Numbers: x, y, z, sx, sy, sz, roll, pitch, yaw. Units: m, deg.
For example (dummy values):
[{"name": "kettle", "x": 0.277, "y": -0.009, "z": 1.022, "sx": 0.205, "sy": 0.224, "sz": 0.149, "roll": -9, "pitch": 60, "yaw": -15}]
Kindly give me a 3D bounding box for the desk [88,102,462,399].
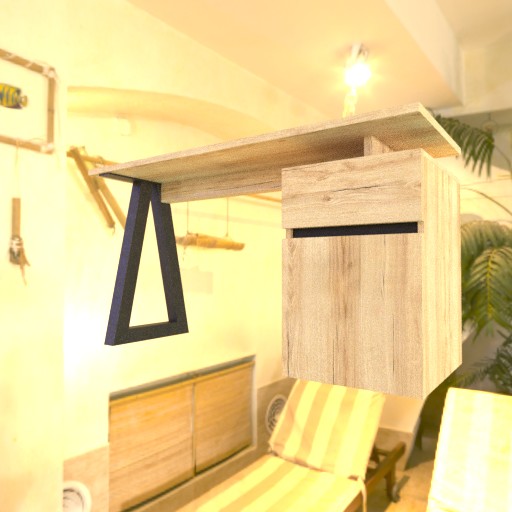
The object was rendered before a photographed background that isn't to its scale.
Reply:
[{"name": "desk", "x": 0.000, "y": 0.000, "z": 1.749, "sx": 1.400, "sy": 0.760, "sz": 0.550, "roll": -1, "pitch": -2, "yaw": 35}]
